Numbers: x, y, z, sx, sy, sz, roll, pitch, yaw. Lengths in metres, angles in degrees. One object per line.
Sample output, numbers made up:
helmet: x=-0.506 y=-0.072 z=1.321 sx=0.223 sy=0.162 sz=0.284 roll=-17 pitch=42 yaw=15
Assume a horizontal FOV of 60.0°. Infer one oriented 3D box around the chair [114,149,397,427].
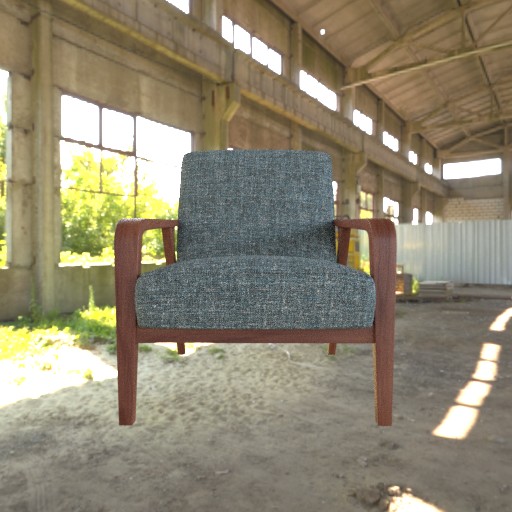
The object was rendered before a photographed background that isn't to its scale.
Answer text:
chair: x=0.000 y=0.000 z=1.509 sx=0.719 sy=0.864 sz=0.889 roll=0 pitch=0 yaw=0
